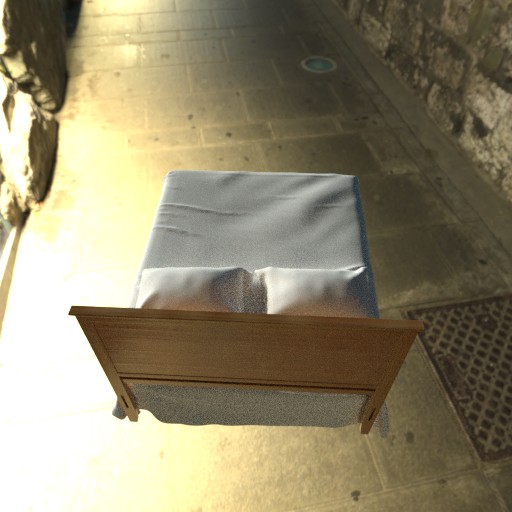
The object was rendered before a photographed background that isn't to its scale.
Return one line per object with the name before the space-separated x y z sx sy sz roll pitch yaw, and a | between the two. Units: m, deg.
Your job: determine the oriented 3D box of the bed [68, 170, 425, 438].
bed | 0.000 0.000 3.176 1.870 1.273 2.035 2 48 2
